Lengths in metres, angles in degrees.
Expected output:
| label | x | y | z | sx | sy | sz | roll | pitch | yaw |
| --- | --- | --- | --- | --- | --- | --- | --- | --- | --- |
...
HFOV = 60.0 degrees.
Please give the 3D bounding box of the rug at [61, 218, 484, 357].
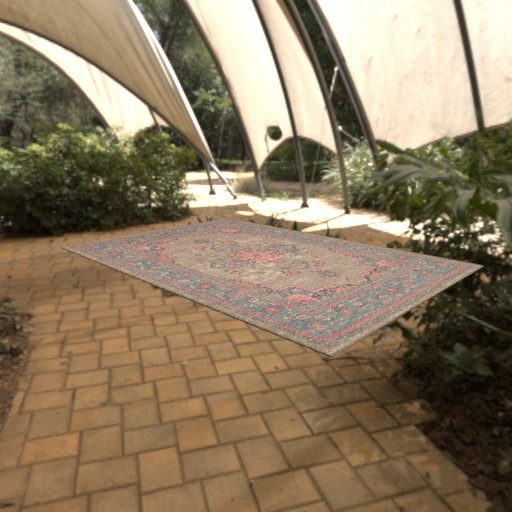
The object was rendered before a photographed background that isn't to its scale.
| label | x | y | z | sx | sy | sz | roll | pitch | yaw |
| --- | --- | --- | --- | --- | --- | --- | --- | --- | --- |
| rug | 0.000 | 0.000 | 3.647 | 2.890 | 0.013 | 2.005 | 14 | 21 | 42 |
